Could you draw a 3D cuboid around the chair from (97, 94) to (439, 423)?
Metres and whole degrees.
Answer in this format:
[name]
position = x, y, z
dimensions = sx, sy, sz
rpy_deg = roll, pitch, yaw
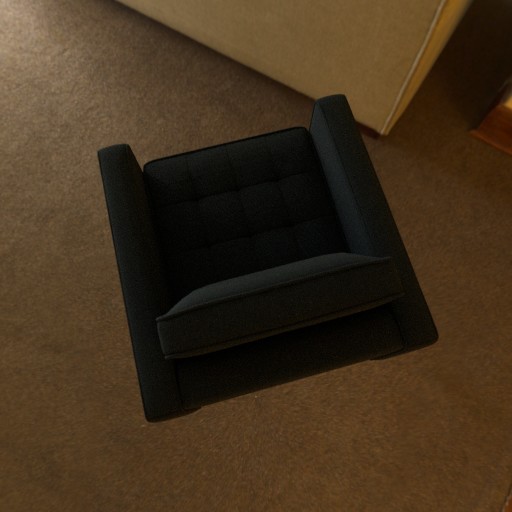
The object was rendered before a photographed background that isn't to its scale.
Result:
[chair]
position = 0.000, 0.000, 1.585
dimensions = 0.899, 0.770, 0.920
rpy_deg = -14, 73, -5
